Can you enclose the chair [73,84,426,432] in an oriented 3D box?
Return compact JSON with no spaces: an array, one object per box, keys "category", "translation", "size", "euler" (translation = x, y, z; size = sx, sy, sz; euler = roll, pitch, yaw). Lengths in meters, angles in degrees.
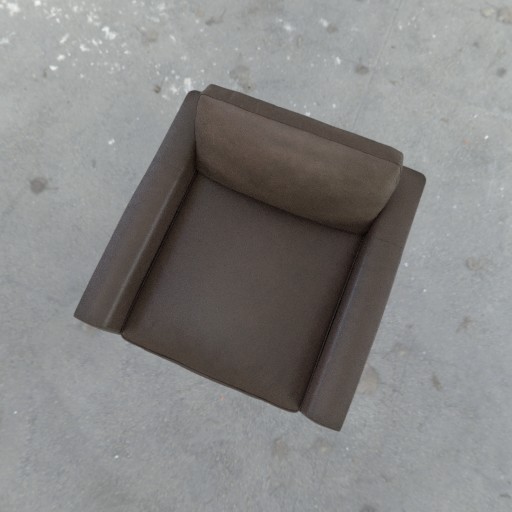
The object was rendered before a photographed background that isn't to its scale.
[{"category":"chair","translation":[0.000,0.000,1.854],"size":[1.100,0.812,1.069],"euler":[22,77,5]}]
